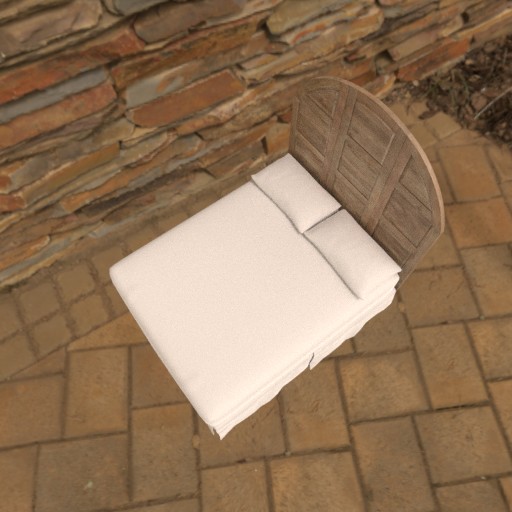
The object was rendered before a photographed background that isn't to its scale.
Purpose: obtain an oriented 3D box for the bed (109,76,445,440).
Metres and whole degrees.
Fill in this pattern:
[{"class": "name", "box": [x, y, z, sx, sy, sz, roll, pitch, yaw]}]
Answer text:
[{"class": "bed", "box": [0.000, 0.000, 3.497, 2.112, 2.002, 1.713, -34, 69, -15]}]
